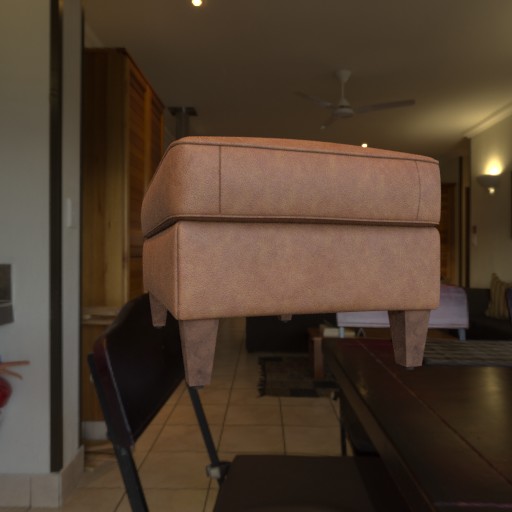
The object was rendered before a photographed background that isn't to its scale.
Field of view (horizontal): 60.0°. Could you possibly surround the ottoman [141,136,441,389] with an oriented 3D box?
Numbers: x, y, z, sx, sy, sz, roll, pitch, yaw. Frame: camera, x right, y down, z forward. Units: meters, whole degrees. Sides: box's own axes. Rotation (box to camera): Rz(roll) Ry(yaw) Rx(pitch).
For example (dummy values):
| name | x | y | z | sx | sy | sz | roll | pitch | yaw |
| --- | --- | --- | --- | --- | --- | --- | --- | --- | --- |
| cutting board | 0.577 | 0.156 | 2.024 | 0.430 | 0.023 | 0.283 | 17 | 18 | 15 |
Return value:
| name | x | y | z | sx | sy | sz | roll | pitch | yaw |
| --- | --- | --- | --- | --- | --- | --- | --- | --- | --- |
| ottoman | 0.000 | 0.000 | 1.220 | 0.584 | 0.483 | 0.864 | 0 | 0 | -18 |
